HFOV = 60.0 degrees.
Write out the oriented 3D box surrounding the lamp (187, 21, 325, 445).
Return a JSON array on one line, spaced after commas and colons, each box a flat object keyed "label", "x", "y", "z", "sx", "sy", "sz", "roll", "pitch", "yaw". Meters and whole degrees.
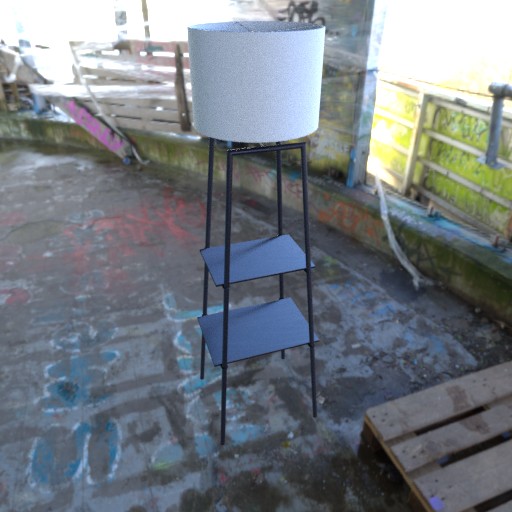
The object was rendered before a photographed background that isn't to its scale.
[{"label": "lamp", "x": 0.000, "y": 0.000, "z": 1.595, "sx": 0.427, "sy": 1.474, "sz": 0.384, "roll": -10, "pitch": 33, "yaw": -16}]
